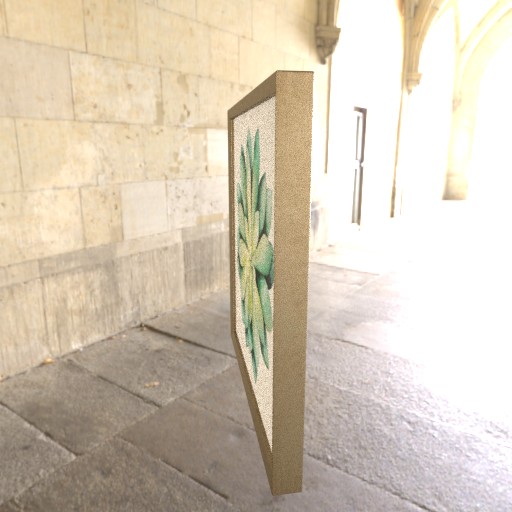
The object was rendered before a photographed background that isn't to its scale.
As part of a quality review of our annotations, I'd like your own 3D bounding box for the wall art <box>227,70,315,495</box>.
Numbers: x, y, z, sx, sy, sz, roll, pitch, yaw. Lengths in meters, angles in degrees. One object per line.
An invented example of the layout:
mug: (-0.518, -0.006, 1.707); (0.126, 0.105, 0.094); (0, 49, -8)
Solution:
wall art: (0.000, 0.000, 0.748); (0.040, 0.506, 0.503); (-2, 14, -9)
